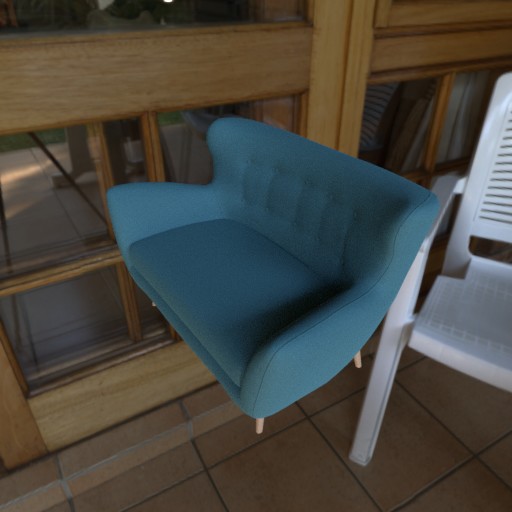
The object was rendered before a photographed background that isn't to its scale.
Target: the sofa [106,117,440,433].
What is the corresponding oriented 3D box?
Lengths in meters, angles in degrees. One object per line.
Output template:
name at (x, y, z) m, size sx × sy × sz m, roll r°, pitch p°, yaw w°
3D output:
sofa at (0.000, 0.000, 2.010) m, size 0.889 × 0.889 × 1.397 m, roll -21°, pitch 38°, yaw -29°
